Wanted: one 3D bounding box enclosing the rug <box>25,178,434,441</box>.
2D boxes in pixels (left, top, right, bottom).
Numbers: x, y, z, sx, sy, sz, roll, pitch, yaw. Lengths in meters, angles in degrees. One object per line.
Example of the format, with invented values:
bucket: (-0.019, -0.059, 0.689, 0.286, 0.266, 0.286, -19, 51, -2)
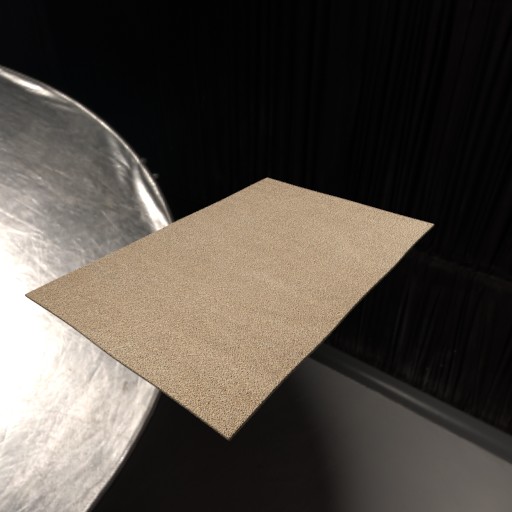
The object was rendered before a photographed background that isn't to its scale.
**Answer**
rug: (0.000, 0.000, 3.388, 1.800, 0.025, 2.699, 22, 37, 32)
